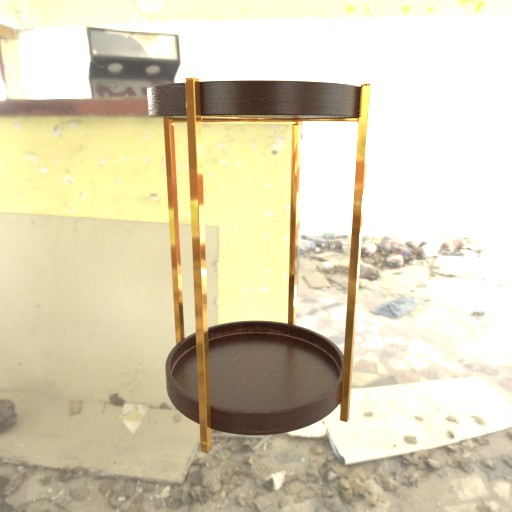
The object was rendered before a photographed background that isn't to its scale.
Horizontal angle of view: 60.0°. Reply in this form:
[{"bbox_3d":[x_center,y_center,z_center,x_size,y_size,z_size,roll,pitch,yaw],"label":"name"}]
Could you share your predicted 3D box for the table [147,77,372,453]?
[{"bbox_3d":[0.000,0.000,0.858,0.400,0.610,0.400,8,18,26],"label":"table"}]
